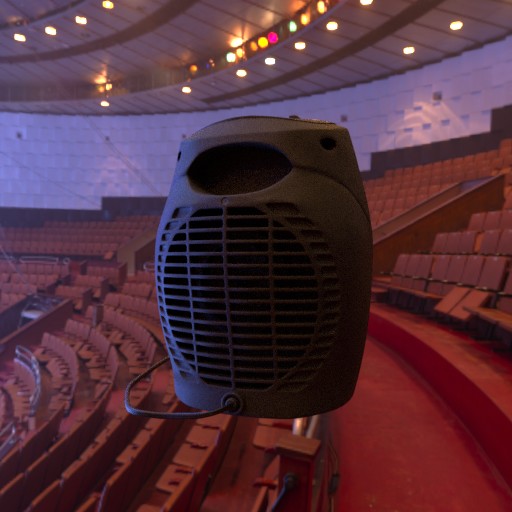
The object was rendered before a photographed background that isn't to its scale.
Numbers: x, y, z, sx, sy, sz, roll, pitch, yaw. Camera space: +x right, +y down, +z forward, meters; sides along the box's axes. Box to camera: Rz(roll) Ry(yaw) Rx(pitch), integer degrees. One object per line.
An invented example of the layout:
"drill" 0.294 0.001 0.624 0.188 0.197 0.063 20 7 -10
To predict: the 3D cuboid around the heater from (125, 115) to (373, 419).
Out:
"heater" 0.000 0.000 0.452 0.239 0.240 0.291 0 0 19
